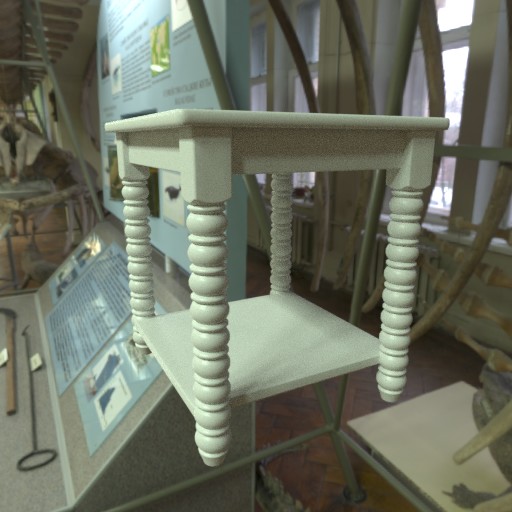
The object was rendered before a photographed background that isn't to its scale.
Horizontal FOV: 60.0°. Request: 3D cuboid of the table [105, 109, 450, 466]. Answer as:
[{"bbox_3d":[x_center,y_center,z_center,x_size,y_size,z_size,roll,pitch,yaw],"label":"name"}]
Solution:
[{"bbox_3d":[0.000,0.000,0.963,0.500,0.563,0.533,-8,16,-27],"label":"table"}]
